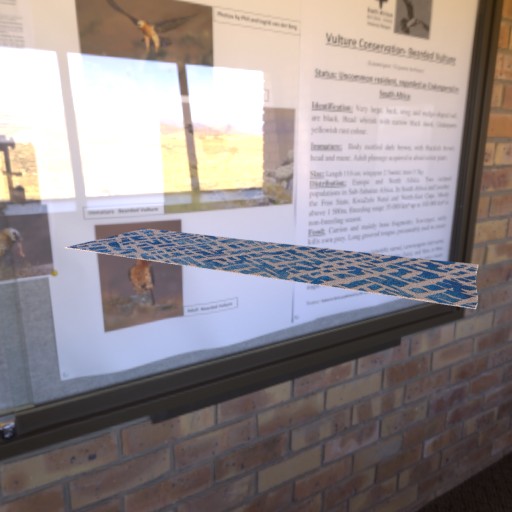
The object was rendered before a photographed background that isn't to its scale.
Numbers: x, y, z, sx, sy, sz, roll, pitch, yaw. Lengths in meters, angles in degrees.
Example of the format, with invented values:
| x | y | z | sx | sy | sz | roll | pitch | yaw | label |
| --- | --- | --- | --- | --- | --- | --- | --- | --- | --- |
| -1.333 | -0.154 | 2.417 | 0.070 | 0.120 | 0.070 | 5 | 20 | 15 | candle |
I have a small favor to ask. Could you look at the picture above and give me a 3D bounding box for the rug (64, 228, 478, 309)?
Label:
| x | y | z | sx | sy | sz | roll | pitch | yaw | label |
| --- | --- | --- | --- | --- | --- | --- | --- | --- | --- |
| 0.000 | 0.000 | 2.705 | 2.446 | 0.011 | 0.768 | 7 | 16 | 26 | rug |
